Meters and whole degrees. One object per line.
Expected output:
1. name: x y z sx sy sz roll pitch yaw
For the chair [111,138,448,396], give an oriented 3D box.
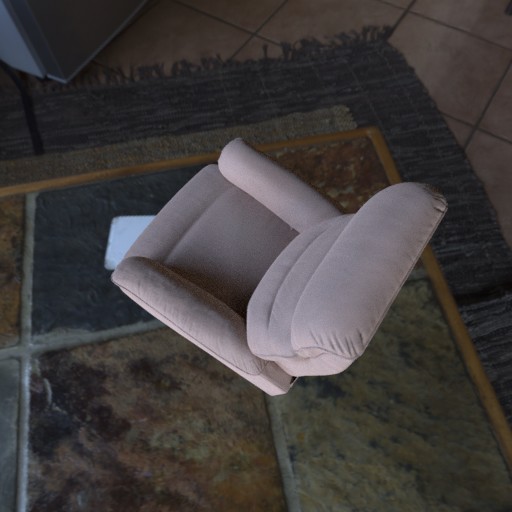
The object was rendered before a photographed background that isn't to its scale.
1. chair: 0.000 0.000 1.745 1.004 1.037 0.820 32 68 14
